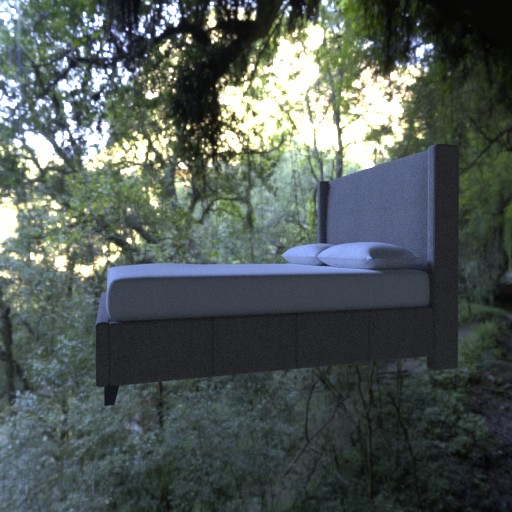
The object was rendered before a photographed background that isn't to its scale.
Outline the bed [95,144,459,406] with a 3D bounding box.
[{"bbox_3d":[0.000,0.000,3.358,2.245,1.476,1.714,0,1,-18],"label":"bed"}]
